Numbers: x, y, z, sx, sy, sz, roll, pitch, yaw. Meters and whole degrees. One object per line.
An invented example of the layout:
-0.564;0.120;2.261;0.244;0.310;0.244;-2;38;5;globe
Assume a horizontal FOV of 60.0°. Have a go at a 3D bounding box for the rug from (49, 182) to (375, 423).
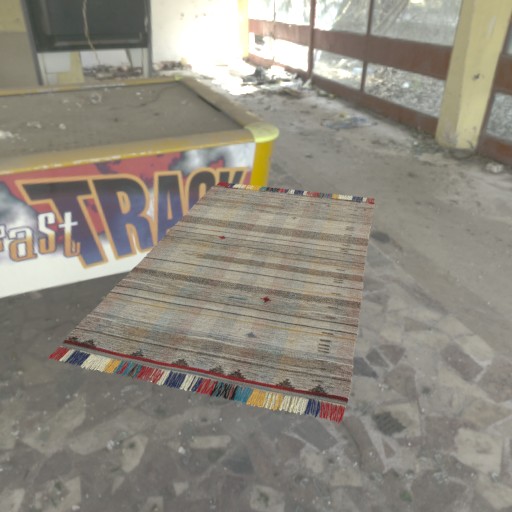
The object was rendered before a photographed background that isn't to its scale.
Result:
0.000;0.000;3.007;1.465;0.012;2.465;8;32;14;rug
